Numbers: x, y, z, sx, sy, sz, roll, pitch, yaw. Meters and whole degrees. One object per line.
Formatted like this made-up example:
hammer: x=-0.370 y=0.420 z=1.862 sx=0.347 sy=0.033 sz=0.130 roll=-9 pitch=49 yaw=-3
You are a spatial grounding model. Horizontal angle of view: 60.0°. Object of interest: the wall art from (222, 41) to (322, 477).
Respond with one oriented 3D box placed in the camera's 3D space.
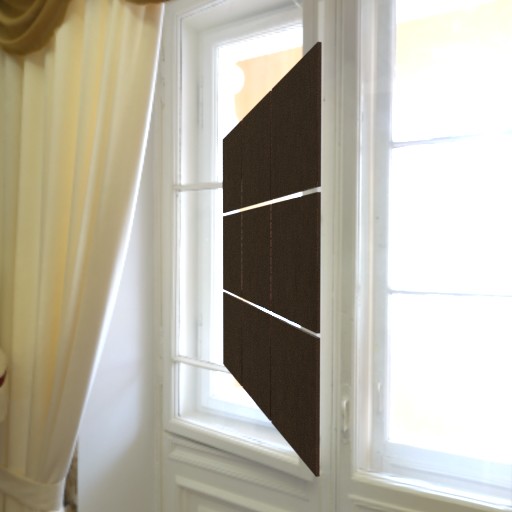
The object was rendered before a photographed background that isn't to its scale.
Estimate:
wall art: x=0.000 y=0.000 z=2.283 sx=0.014 sy=1.525 sz=1.527 roll=-1 pitch=2 yaw=-17
